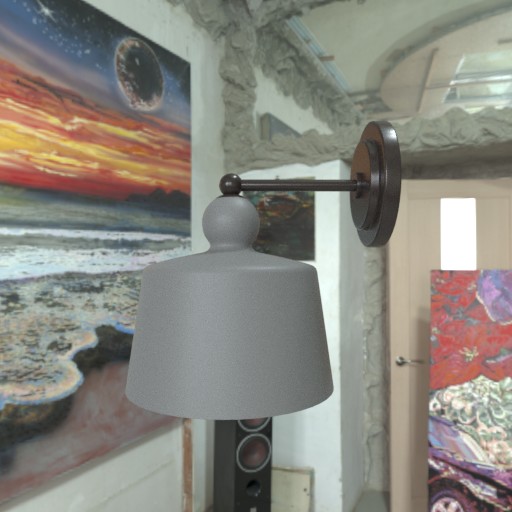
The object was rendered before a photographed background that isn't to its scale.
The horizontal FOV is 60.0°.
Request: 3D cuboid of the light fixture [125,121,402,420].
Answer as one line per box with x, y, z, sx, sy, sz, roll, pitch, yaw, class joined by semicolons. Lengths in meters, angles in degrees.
0.000;0.000;0.448;0.254;0.268;0.204;0;-1;0;light fixture
